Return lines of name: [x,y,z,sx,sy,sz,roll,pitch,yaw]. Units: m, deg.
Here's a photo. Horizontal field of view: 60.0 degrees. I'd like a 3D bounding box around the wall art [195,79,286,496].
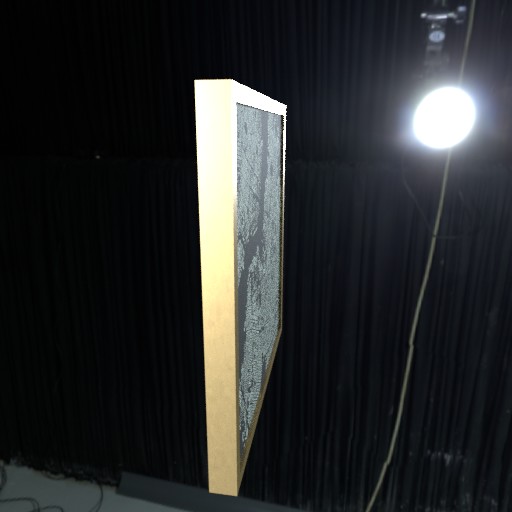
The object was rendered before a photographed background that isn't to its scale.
wall art: [0.000,0.000,1.904,0.095,1.284,1.284,3,16,9]
